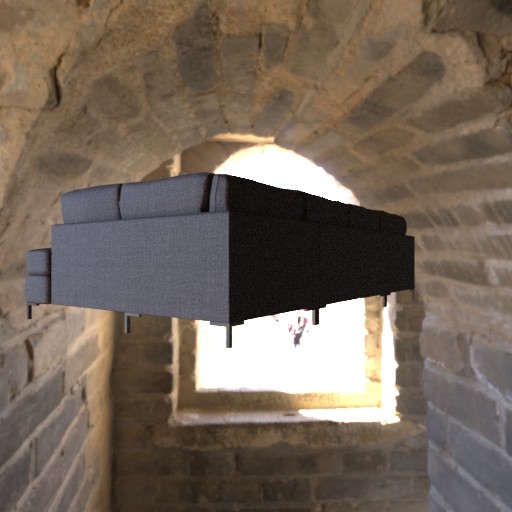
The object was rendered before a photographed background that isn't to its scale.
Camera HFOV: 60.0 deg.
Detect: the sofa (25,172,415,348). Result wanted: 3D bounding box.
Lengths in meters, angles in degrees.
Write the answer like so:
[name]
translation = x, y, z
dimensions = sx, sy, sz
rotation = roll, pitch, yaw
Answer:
[sofa]
translation = 0.000, 0.000, 4.272
dimensions = 2.048, 0.999, 3.423
rotation = 0, 0, 36
